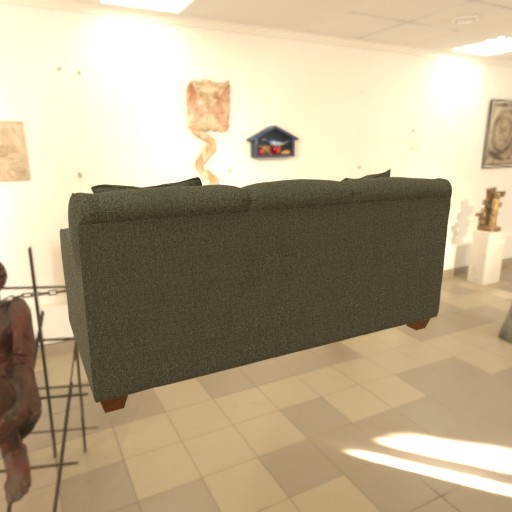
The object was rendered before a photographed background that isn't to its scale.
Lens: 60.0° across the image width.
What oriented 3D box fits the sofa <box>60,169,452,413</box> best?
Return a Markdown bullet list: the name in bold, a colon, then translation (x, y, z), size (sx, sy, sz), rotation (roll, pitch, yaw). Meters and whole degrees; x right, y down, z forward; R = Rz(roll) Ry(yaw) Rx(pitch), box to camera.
- **sofa**: translation (0.000, 0.000, 2.557), size (2.024, 0.958, 0.997), rotation (-7, 16, -27)
